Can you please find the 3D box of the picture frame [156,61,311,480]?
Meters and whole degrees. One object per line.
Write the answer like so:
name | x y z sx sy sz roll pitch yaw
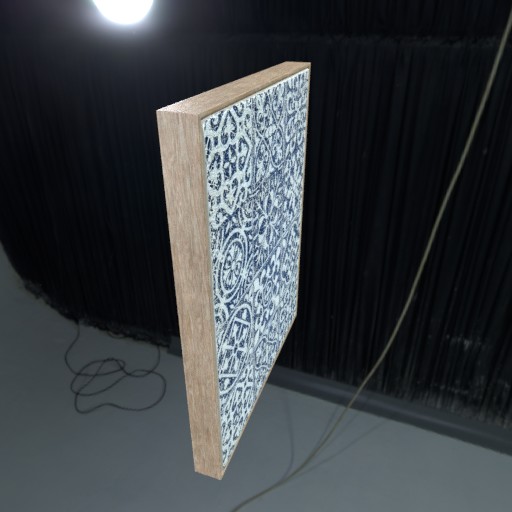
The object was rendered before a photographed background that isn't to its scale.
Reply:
picture frame | 0.000 0.000 0.705 0.043 0.526 0.424 10 31 17
